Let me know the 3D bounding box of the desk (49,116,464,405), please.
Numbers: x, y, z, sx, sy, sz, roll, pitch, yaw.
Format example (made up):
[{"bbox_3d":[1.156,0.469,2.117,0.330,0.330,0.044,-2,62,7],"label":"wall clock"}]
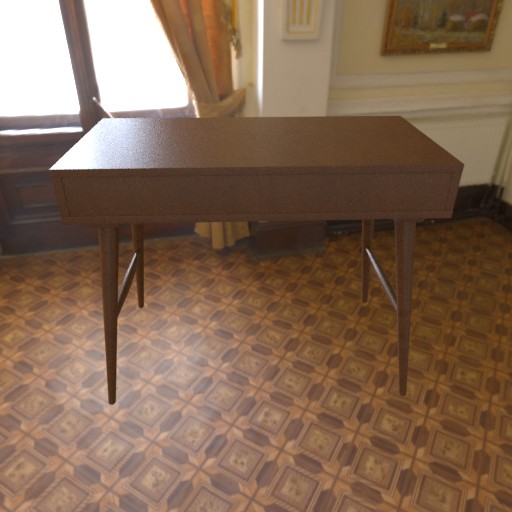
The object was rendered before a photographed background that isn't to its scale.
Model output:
[{"bbox_3d":[0.000,0.000,1.410,0.949,0.758,0.510,-1,31,-2],"label":"desk"}]
